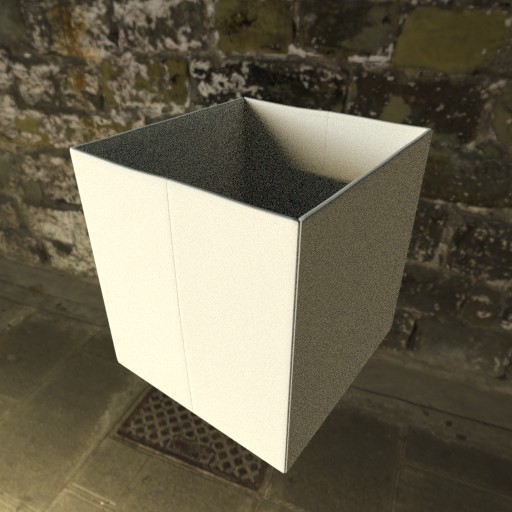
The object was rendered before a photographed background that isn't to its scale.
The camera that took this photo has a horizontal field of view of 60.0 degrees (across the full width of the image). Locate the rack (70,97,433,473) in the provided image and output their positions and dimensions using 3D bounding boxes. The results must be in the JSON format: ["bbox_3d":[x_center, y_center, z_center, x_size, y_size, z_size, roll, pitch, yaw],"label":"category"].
[{"bbox_3d":[0.000,0.000,0.514,0.270,0.280,0.270,21,38,30],"label":"rack"}]
